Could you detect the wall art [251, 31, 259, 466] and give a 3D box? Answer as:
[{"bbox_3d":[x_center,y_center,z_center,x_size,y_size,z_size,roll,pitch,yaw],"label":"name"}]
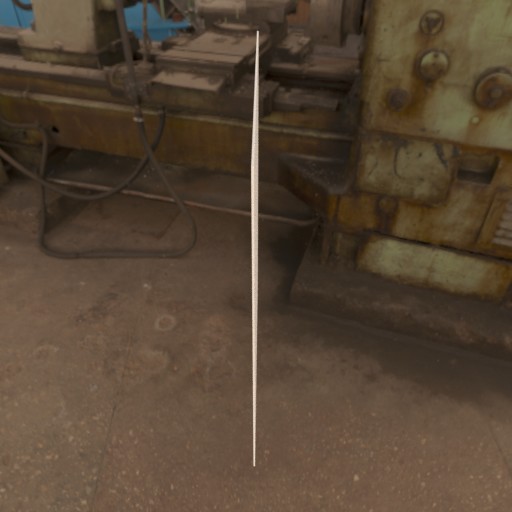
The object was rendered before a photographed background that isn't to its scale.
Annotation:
[{"bbox_3d":[0.000,0.000,0.775,0.003,0.610,0.457,1,41,1],"label":"wall art"}]
